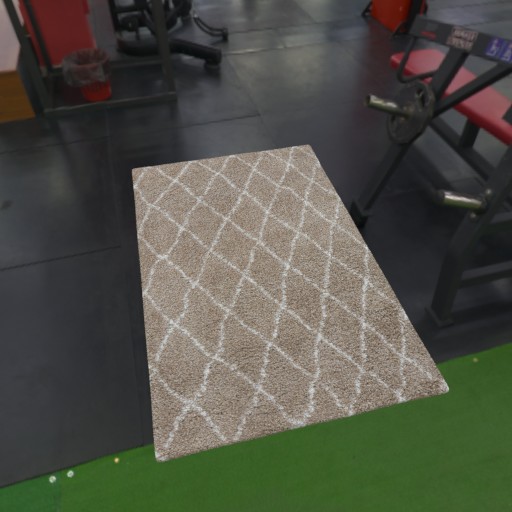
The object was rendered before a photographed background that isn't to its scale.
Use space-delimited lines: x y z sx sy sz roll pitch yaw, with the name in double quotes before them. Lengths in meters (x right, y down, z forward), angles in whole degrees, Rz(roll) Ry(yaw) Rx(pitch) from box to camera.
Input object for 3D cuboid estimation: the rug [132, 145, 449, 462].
"rug" 0.000 0.000 3.465 1.778 0.030 2.743 -10 48 -9
